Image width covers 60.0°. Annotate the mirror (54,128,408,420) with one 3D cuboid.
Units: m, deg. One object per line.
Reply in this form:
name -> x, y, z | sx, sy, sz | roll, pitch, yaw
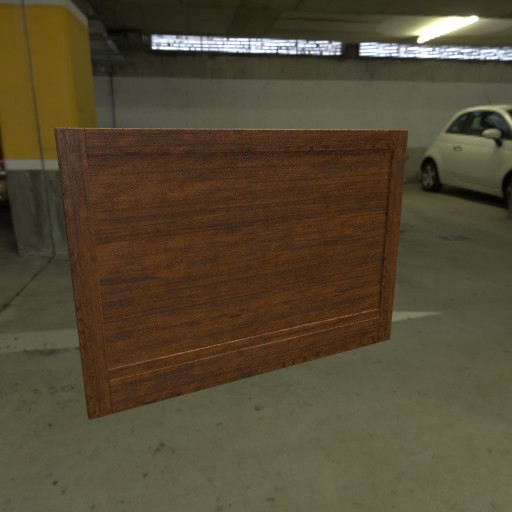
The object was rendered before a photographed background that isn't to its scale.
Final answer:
mirror -> 0.000, 0.000, 0.975 | 0.758, 0.537, 0.084 | -8, 17, -26
